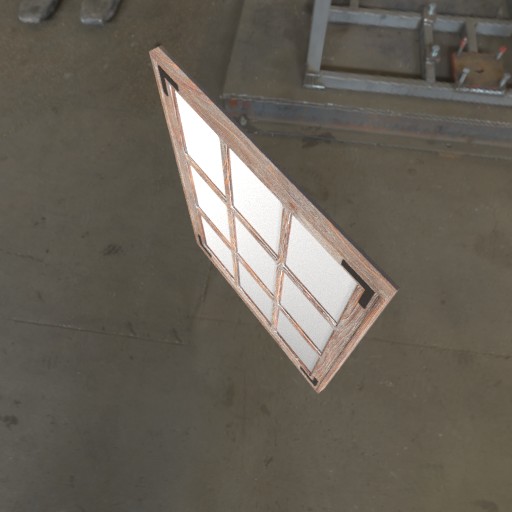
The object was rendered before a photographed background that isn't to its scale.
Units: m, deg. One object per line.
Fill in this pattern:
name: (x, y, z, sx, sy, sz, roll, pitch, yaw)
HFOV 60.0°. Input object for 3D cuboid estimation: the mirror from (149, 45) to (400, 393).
mirror: (0.000, 0.000, 1.240, 0.032, 0.882, 0.730, -34, 68, -16)
